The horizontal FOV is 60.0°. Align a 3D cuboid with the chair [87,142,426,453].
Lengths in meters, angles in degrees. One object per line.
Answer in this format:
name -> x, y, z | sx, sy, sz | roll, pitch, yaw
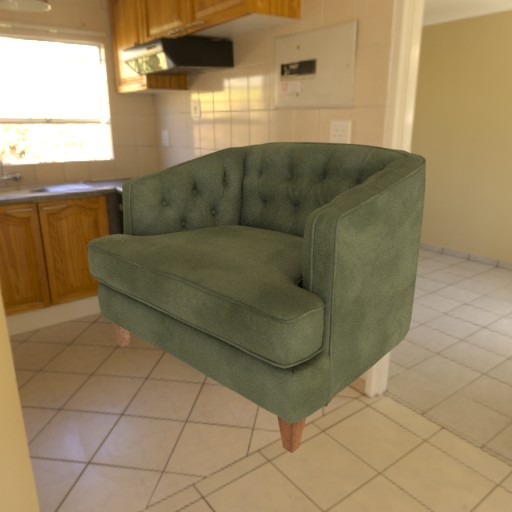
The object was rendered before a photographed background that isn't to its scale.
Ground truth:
chair -> 0.000, 0.000, 1.769 | 1.104, 0.852, 0.941 | 15, 22, 41
